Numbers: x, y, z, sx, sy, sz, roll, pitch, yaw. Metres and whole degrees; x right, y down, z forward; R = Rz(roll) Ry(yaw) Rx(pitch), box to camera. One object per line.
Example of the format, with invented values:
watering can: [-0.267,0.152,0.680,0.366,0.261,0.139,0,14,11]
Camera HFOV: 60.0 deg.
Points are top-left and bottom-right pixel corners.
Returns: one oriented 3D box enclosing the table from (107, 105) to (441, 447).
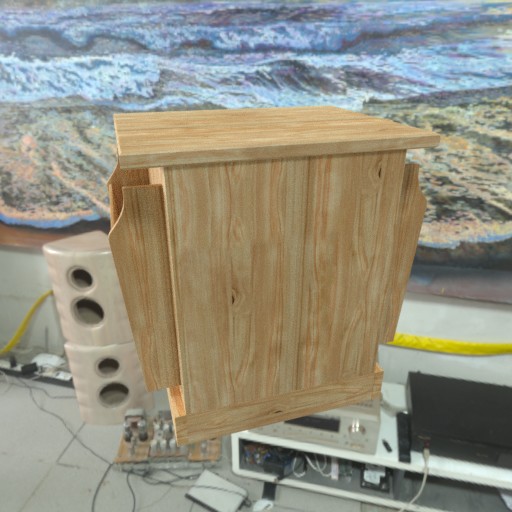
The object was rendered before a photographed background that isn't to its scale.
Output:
table: [0.000,0.000,0.881,0.530,0.515,0.380,-8,26,-16]
